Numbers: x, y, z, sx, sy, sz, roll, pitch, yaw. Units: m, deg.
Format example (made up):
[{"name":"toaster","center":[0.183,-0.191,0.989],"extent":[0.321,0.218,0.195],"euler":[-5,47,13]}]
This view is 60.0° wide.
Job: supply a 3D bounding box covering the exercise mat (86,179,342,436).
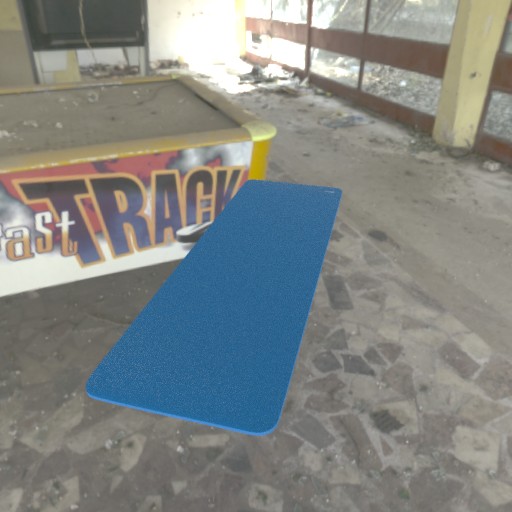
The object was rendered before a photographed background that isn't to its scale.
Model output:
[{"name":"exercise mat","center":[0.000,0.000,2.060],"extent":[0.616,0.021,1.869],"euler":[8,32,13]}]
